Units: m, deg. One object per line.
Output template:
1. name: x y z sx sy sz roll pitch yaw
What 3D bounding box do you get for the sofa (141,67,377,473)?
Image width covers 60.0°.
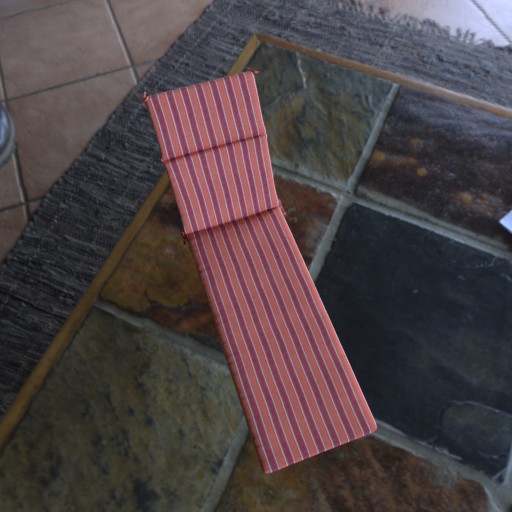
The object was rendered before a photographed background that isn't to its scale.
1. sofa: 0.000 0.000 1.962 0.582 0.622 1.663 -18 65 -9
